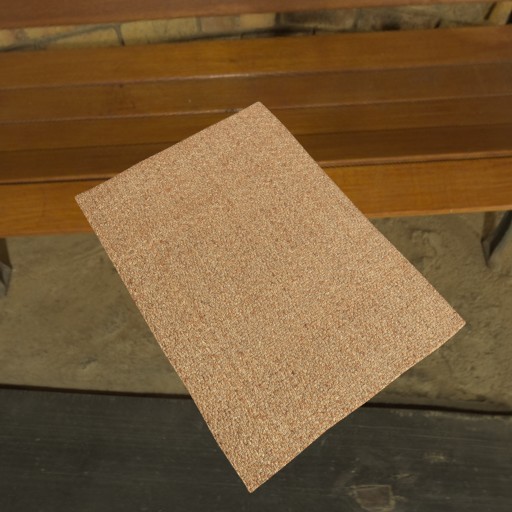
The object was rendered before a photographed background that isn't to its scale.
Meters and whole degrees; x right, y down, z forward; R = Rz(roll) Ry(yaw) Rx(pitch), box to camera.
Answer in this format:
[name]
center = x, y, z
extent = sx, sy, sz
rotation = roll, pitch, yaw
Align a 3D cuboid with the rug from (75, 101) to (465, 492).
[rug]
center = 0.000, 0.000, 2.780
extent = 1.566, 0.013, 2.141
rotation = -32, 68, -15
